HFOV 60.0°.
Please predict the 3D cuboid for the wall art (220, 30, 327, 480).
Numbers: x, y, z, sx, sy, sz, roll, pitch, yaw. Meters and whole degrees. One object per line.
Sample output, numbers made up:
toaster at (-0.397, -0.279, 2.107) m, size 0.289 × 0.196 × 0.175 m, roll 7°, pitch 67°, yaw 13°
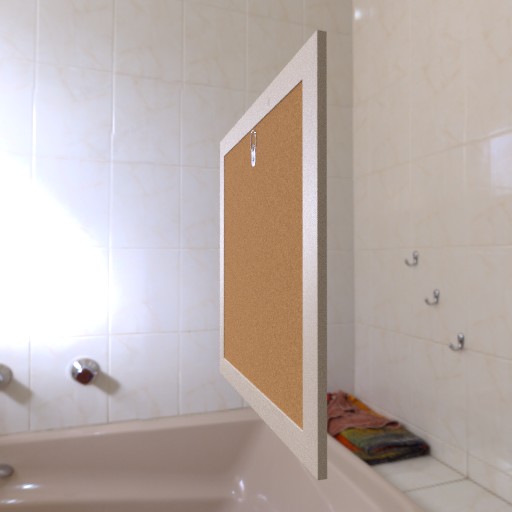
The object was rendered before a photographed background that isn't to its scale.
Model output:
wall art at (0.000, 0.000, 0.842) m, size 0.015 × 0.577 × 0.572 m, roll 0°, pitch -1°, yaw -17°
